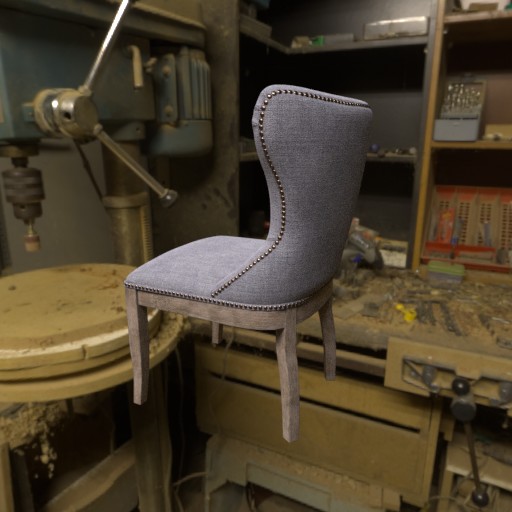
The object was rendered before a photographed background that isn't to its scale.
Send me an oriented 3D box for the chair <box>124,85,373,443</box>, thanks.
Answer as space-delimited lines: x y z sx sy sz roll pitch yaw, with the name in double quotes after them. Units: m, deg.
0.000 0.000 1.468 0.681 1.002 0.654 8 18 26 "chair"
